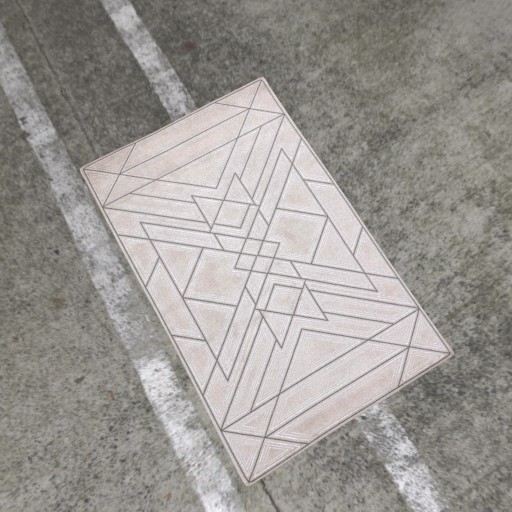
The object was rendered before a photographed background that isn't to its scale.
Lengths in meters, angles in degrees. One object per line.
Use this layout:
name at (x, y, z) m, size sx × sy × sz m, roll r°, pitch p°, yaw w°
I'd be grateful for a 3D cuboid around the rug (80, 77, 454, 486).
rug at (0.000, 0.000, 3.071) m, size 1.575 × 0.023 × 2.459 m, roll -29°, pitch 76°, yaw -8°
